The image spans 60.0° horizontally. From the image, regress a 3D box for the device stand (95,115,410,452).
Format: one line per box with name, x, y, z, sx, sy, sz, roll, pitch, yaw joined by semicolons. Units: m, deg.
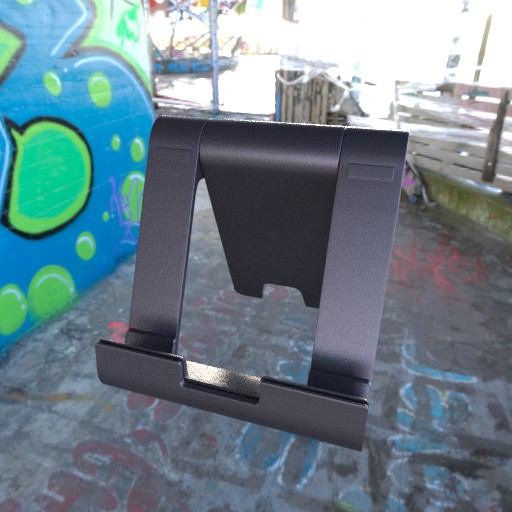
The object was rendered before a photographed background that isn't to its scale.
device stand;0.000;0.000;0.153;0.088;0.084;0.079;9;28;16
